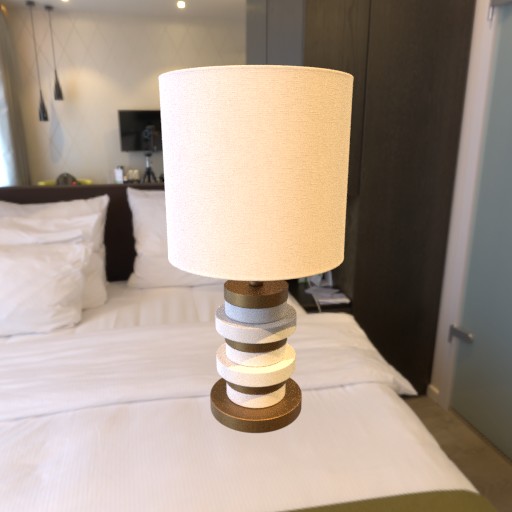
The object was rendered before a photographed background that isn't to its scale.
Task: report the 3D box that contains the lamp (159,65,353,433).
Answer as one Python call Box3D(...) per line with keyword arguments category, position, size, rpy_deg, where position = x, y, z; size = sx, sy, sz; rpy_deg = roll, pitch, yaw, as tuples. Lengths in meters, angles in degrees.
Box3D(category="lamp", position=(0.000, 0.000, 0.539), size=(0.210, 0.410, 0.210), rpy_deg=(-14, 20, -42))
